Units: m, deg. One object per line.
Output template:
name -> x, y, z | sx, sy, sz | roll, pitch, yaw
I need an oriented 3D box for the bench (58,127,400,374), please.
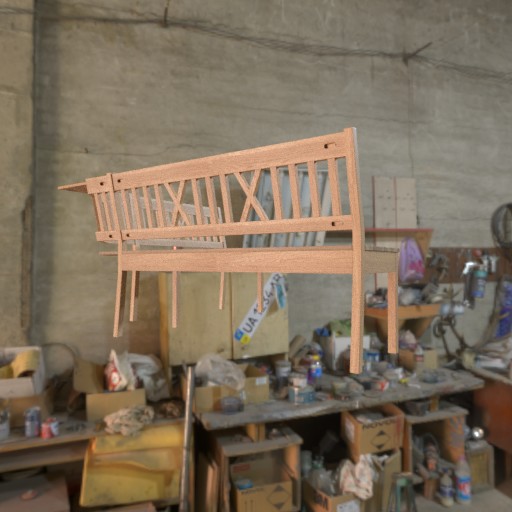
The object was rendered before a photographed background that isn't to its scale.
bench -> 0.000, 0.000, 2.777 | 1.937, 0.902, 1.537 | -1, -1, 35
